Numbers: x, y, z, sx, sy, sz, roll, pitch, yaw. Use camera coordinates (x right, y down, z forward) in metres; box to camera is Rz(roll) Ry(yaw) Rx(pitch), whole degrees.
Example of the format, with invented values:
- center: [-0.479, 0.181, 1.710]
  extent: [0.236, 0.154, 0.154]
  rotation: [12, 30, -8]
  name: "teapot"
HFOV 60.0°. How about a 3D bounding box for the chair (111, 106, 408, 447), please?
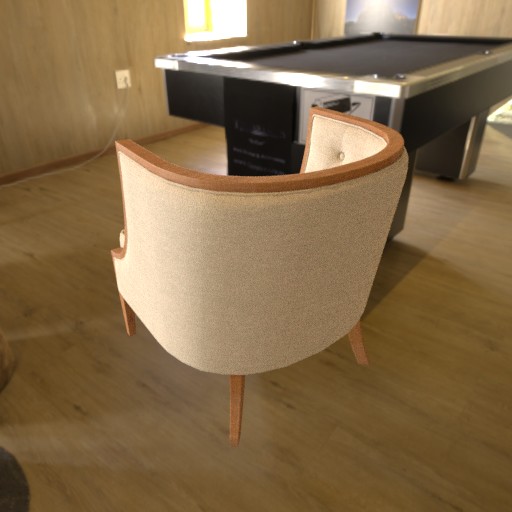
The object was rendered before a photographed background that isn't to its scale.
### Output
- center: [0.000, 0.000, 1.380]
  extent: [0.711, 0.775, 0.757]
  rotation: [-20, 36, -30]
  name: "chair"
